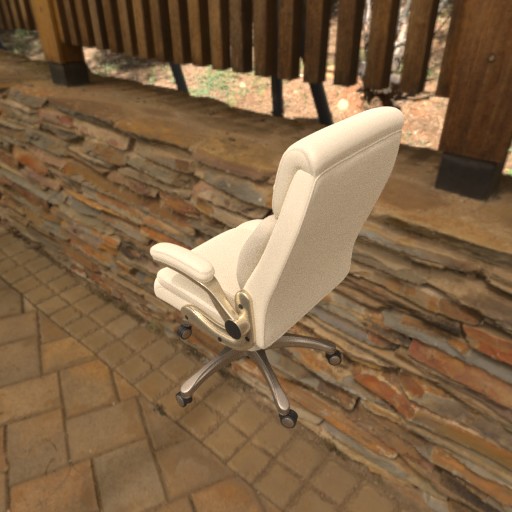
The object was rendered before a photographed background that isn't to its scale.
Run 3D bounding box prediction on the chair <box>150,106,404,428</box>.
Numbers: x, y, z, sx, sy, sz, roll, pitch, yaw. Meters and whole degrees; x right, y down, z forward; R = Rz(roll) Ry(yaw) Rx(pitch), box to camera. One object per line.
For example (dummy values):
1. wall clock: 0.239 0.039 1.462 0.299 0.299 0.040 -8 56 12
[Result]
1. chair: 0.000 0.000 1.635 0.794 1.110 0.740 21 37 29
